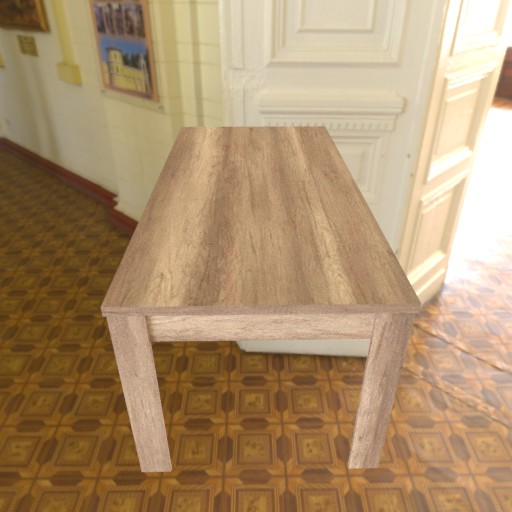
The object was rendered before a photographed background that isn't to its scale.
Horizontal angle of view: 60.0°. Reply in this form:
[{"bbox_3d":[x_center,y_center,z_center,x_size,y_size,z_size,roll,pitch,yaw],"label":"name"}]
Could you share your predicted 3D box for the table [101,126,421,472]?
[{"bbox_3d":[0.000,0.000,2.215,0.900,0.790,1.800,-1,32,-1],"label":"table"}]
